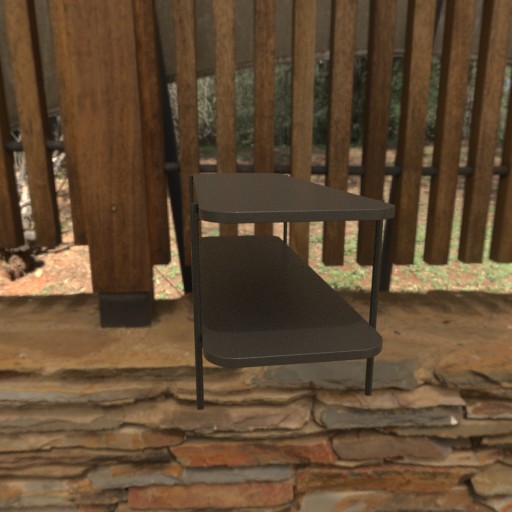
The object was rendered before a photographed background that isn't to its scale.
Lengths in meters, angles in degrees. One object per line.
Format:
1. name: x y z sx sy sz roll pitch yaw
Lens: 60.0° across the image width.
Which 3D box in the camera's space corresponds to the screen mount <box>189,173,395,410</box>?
1. screen mount: 0.000 0.000 1.387 0.400 0.447 1.200 -2 14 -8
